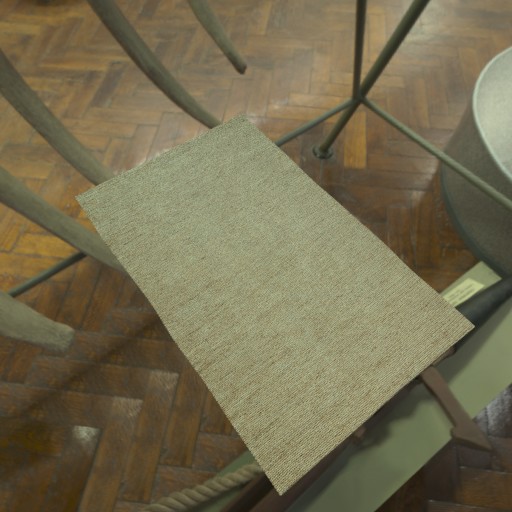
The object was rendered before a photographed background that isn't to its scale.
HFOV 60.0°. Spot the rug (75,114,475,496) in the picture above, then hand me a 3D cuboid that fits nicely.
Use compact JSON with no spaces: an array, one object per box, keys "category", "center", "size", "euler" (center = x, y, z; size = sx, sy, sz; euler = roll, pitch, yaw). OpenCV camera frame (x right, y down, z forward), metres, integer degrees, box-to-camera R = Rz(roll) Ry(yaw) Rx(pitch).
[{"category":"rug","center":[0.000,0.000,2.992],"size":[1.533,0.011,2.439],"euler":[-32,63,-19]}]
